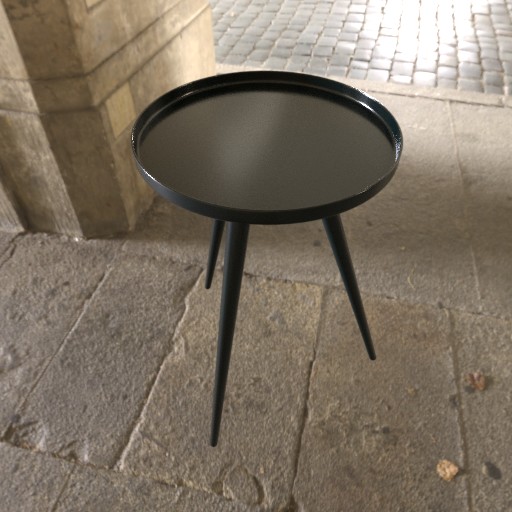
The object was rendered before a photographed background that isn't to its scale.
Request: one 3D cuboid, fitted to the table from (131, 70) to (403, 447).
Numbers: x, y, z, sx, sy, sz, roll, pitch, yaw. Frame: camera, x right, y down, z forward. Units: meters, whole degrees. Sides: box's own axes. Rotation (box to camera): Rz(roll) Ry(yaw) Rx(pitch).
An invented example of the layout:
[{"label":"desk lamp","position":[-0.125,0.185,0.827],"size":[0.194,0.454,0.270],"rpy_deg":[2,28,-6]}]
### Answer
[{"label":"table","position":[0.000,0.000,0.820],"size":[0.403,0.548,0.415],"rpy_deg":[-24,50,-22]}]
